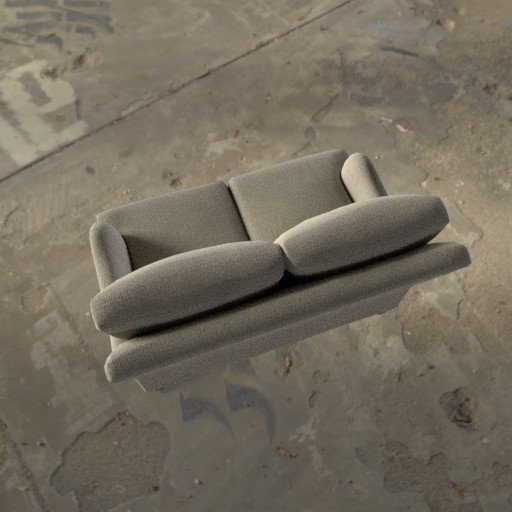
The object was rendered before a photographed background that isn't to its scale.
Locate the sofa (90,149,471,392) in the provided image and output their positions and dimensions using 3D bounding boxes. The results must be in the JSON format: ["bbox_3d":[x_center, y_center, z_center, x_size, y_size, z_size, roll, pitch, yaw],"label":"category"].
[{"bbox_3d":[0.000,0.000,2.197,1.480,0.999,1.087,-17,60,-10],"label":"sofa"}]
